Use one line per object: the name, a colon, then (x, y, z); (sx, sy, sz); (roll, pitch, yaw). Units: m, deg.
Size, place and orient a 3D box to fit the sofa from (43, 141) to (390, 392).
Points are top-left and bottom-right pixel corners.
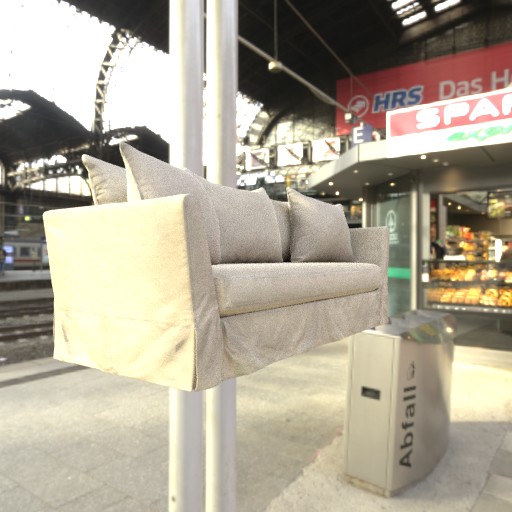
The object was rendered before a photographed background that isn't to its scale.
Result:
sofa: (0.000, 0.000, 2.835); (1.031, 1.034, 2.290); (0, 0, 35)
